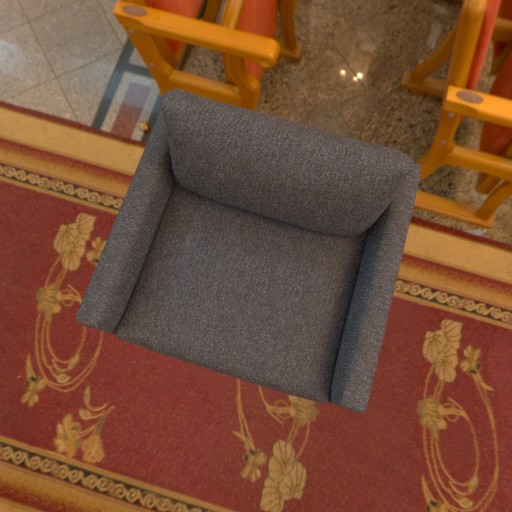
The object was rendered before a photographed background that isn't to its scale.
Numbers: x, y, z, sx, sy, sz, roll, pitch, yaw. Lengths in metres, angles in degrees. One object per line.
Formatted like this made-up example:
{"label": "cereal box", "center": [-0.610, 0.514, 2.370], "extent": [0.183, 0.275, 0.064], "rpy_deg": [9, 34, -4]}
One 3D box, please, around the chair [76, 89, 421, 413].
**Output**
{"label": "chair", "center": [0.000, 0.000, 1.627], "extent": [0.963, 0.861, 0.866], "rpy_deg": [17, 76, 4]}
